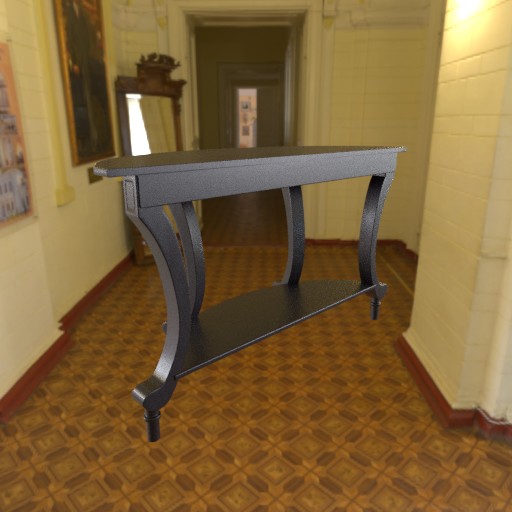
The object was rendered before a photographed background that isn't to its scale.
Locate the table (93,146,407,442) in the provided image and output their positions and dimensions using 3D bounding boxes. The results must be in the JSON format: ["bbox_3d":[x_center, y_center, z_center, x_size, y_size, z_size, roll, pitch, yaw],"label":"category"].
[{"bbox_3d":[0.000,0.000,1.505,1.198,0.692,0.394,-16,23,-42],"label":"table"}]
